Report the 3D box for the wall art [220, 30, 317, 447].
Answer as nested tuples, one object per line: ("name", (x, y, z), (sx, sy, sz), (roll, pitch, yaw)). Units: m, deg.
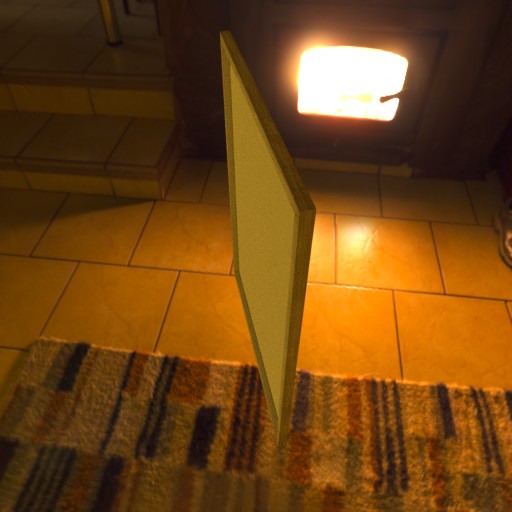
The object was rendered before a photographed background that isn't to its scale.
("wall art", (0.000, 0.000, 1.347), (0.035, 1.022, 0.781), (-10, 47, -9))
